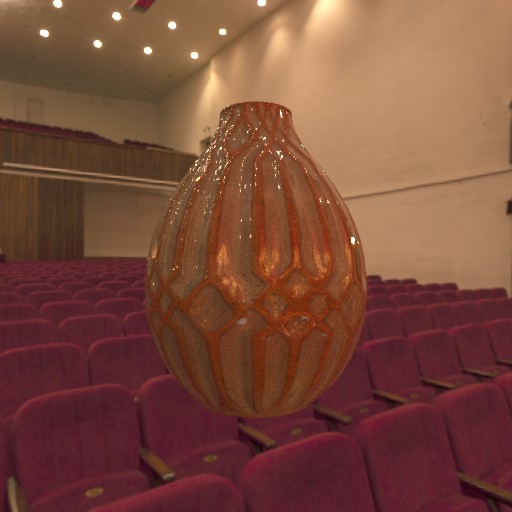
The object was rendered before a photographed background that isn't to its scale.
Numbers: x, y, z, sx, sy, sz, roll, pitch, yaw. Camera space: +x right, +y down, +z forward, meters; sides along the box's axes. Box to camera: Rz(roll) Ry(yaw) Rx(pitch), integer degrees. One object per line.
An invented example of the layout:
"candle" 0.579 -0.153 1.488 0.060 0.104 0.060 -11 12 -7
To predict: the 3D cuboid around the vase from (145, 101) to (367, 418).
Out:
"vase" 0.000 0.000 0.270 0.131 0.175 0.131 0 -1 0
